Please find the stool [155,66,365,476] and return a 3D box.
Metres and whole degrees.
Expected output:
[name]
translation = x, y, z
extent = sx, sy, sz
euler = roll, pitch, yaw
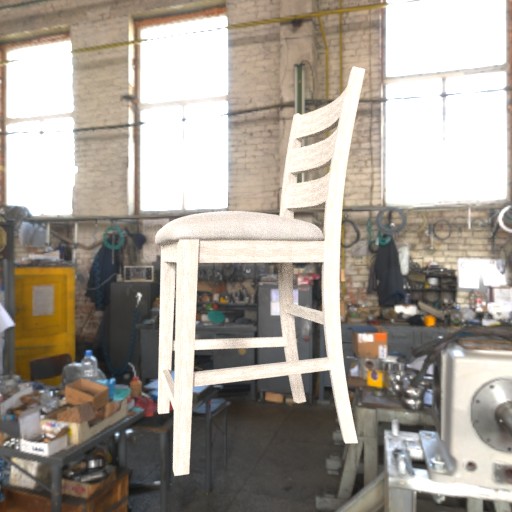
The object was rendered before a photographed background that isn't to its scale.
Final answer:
[stool]
translation = 0.000, 0.000, 1.338
extent = 0.569, 1.032, 0.484
euler = 0, 0, -17
